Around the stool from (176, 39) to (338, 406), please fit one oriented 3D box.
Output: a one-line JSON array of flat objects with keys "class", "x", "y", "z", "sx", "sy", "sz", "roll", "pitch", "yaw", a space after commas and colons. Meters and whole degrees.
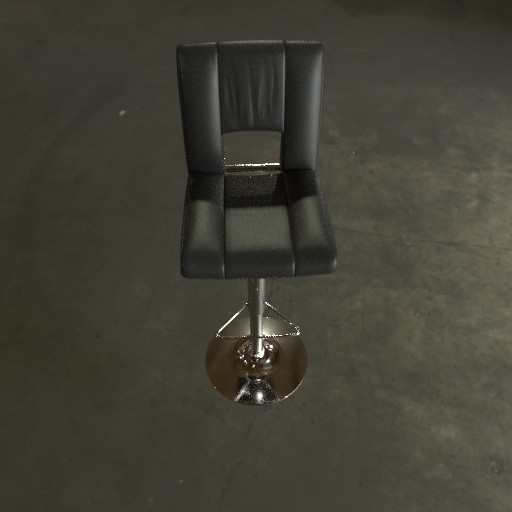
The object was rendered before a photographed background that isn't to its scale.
[{"class": "stool", "x": 0.000, "y": 0.000, "z": 1.412, "sx": 0.415, "sy": 1.151, "sz": 0.520, "roll": -2, "pitch": 47, "yaw": -2}]
